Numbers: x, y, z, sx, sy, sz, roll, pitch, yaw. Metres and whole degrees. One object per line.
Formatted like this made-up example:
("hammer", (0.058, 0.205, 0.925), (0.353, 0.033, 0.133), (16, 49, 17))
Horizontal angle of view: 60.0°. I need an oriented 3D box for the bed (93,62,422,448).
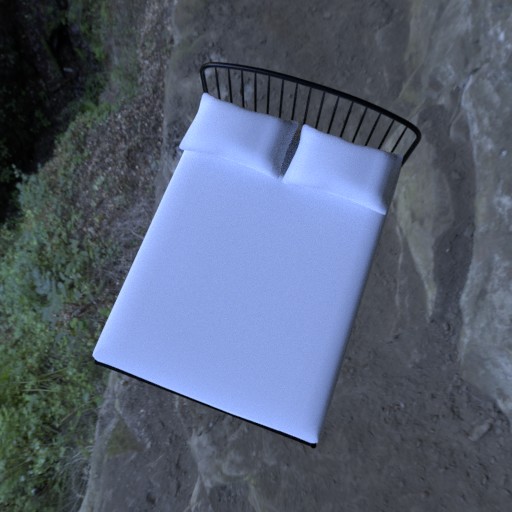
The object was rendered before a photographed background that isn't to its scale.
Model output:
("bed", (0.000, 0.000, 3.151), (1.618, 1.166, 2.159), (19, 75, 5))
